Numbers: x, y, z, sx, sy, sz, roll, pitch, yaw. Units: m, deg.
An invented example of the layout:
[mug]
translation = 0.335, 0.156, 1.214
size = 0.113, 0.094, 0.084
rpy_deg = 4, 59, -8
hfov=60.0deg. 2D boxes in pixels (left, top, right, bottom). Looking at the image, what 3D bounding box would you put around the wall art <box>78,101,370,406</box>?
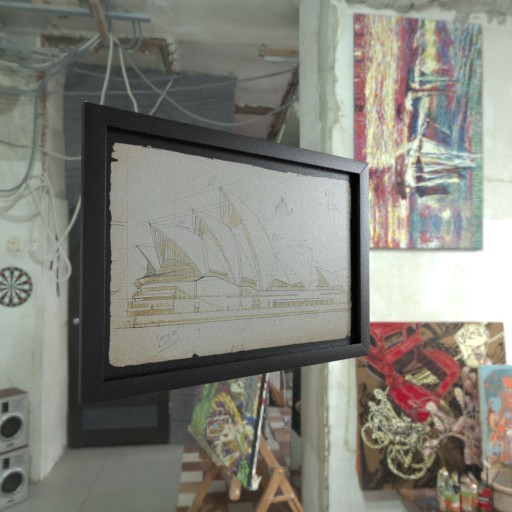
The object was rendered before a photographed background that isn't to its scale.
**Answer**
[wall art]
translation = 0.000, 0.000, 0.581
size = 0.440, 0.306, 0.013
rpy_deg = 1, -2, -36
